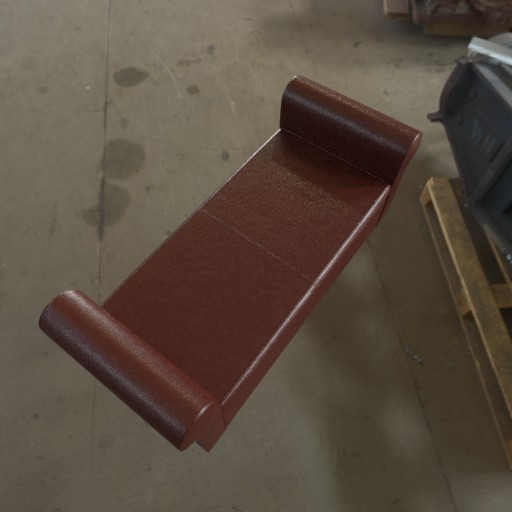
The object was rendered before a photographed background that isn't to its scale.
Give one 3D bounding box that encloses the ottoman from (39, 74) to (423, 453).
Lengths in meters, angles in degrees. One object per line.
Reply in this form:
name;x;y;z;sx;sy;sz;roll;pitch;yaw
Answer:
ottoman;0.000;0.000;1.543;0.521;0.547;1.256;33;65;18
